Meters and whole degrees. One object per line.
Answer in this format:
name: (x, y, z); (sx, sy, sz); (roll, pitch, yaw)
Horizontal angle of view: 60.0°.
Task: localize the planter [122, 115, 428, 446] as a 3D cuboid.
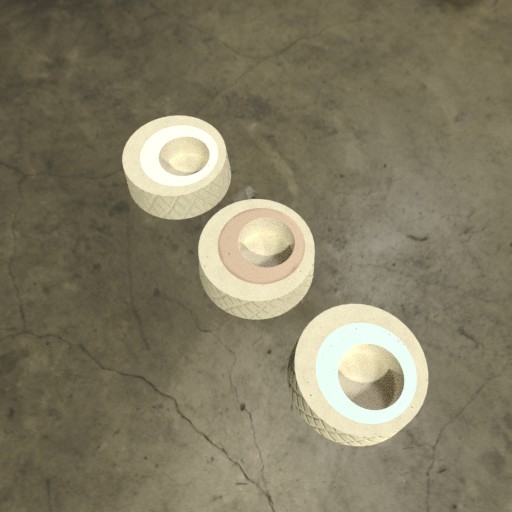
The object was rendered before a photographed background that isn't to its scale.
planter: (0.000, 0.000, 0.423); (0.114, 0.038, 0.390); (-34, 67, -16)
